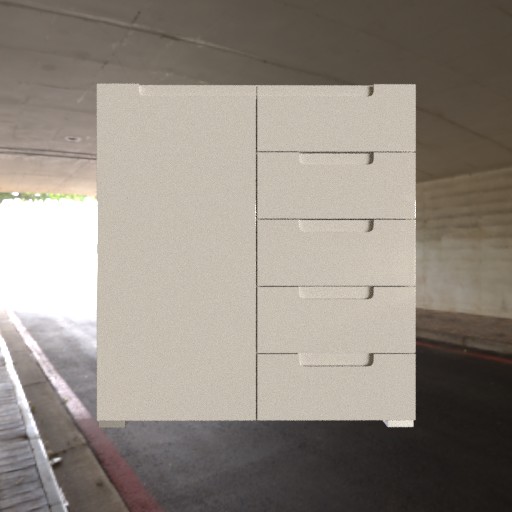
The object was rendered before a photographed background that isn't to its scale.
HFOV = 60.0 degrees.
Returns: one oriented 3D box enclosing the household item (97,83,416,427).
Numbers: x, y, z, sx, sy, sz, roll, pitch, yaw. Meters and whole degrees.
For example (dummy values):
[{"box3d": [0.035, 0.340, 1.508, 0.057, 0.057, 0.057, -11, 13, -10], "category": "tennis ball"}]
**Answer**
[{"box3d": [0.000, 0.000, 1.322, 0.800, 0.870, 0.420, 0, 0, 0], "category": "household item"}]
